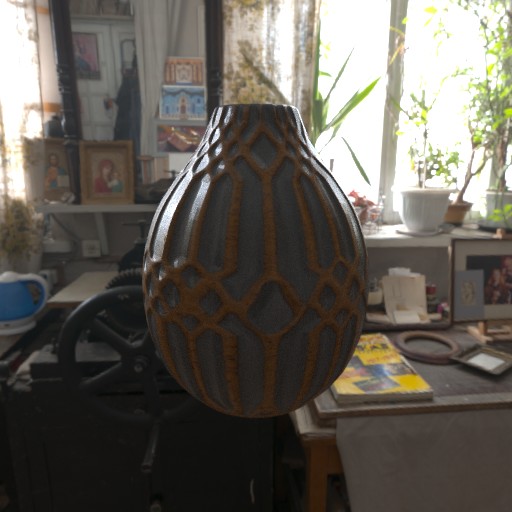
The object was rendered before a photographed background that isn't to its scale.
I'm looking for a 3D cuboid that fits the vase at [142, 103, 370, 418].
[{"bbox_3d":[0.000,0.000,0.137,0.069,0.088,0.069,0,14,0],"label":"vase"}]
